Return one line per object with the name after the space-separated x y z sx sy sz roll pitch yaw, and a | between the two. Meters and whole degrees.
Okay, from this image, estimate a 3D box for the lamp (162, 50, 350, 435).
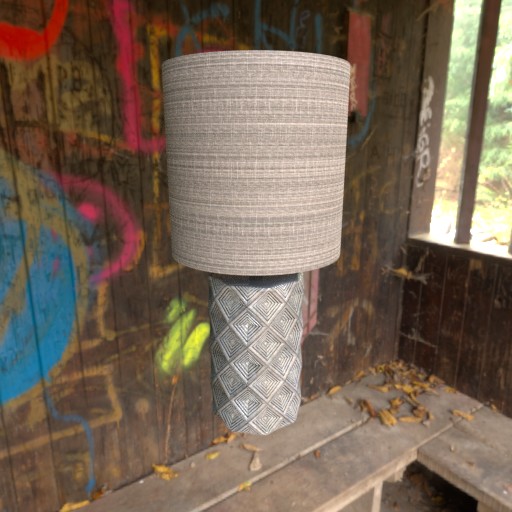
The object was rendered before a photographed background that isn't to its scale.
0.000 0.000 0.717 0.269 0.566 0.268 7 17 25 | lamp
